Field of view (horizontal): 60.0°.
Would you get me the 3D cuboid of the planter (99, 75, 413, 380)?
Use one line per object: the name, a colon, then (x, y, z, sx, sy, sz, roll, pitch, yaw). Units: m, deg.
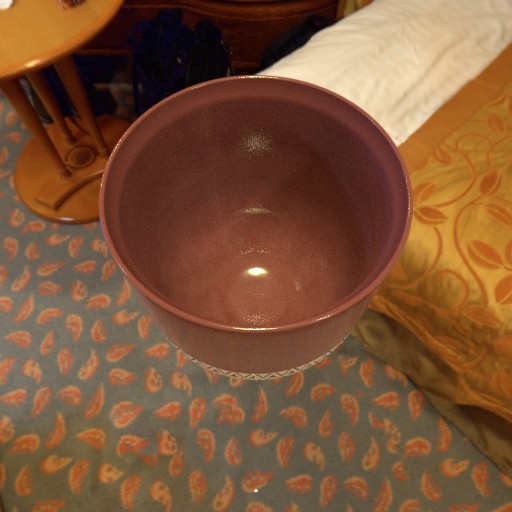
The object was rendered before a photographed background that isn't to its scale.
planter: (0.000, 0.000, 0.497, 0.266, 0.270, 0.266, 0, 62, 0)
